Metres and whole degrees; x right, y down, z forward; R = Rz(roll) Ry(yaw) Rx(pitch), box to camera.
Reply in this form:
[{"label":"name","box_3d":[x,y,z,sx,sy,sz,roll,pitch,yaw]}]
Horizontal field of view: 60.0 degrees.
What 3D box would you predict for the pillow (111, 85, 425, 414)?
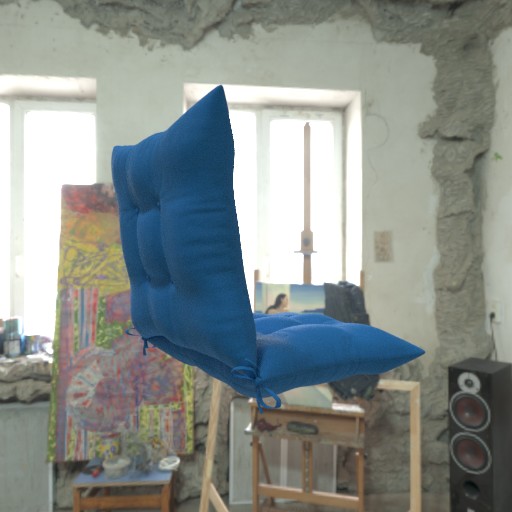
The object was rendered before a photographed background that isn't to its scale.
[{"label":"pillow","box_3d":[0.000,0.000,1.024,0.585,0.536,0.541,0,0,-35]}]
